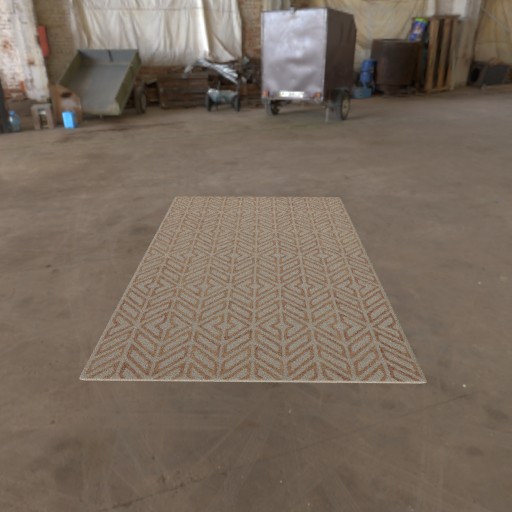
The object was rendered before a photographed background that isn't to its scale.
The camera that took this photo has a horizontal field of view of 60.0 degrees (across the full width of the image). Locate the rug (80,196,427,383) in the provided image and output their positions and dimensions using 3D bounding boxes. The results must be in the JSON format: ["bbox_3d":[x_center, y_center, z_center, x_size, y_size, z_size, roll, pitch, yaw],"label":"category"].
[{"bbox_3d":[0.000,0.000,3.018,1.523,0.008,2.438,0,27,1],"label":"rug"}]
